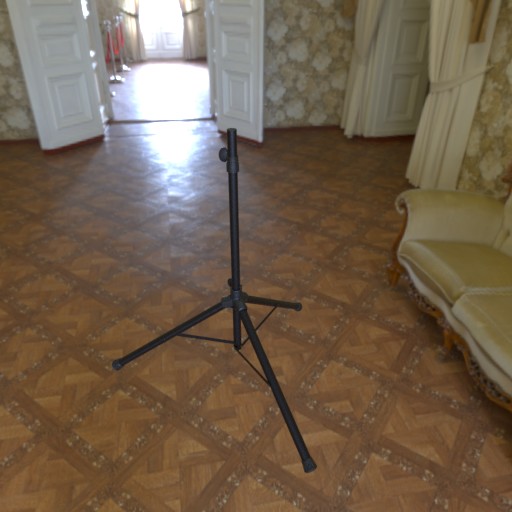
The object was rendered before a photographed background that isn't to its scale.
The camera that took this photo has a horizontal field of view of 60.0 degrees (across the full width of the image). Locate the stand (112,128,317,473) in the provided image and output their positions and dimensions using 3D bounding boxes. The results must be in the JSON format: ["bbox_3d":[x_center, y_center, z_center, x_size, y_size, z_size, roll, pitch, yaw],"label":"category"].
[{"bbox_3d":[0.000,0.000,1.877,1.045,1.136,0.907,18,35,28],"label":"stand"}]
